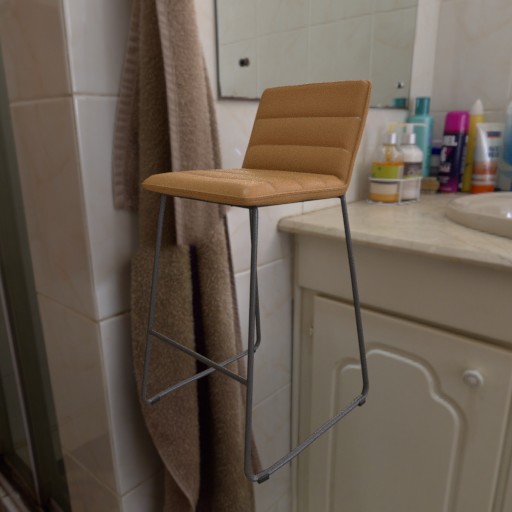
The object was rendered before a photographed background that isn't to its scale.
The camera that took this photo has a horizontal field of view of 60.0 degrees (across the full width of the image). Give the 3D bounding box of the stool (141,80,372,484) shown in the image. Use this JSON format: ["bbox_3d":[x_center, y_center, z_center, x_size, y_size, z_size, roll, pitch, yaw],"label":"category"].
[{"bbox_3d":[0.000,0.000,1.236,0.489,0.936,0.524,15,21,42],"label":"stool"}]
